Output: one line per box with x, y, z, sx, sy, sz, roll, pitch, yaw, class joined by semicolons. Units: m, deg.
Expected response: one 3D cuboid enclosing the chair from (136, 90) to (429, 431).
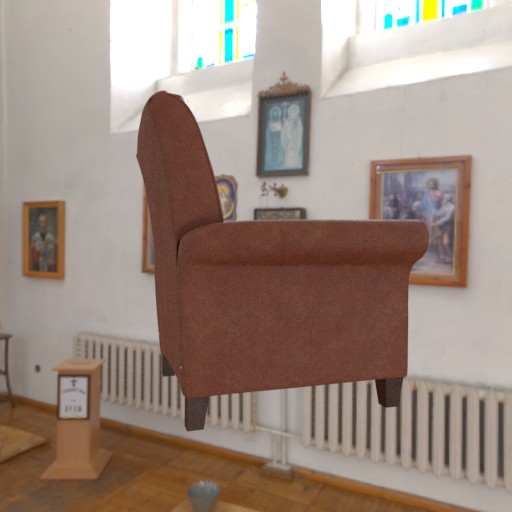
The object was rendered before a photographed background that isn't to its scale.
0.000;0.000;1.770;0.902;1.061;0.978;0;-1;-18;chair
